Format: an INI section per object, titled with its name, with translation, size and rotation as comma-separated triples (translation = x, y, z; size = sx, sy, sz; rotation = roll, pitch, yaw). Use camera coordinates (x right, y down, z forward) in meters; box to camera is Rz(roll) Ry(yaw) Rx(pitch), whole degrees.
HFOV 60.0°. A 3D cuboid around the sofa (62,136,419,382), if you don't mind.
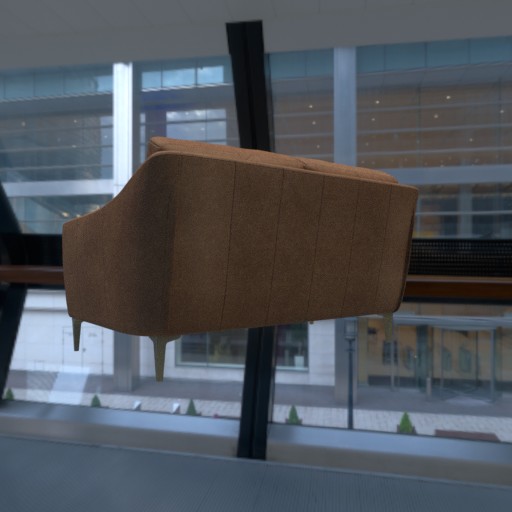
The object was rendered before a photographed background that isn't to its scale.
[sofa]
translation = 0.000, 0.000, 2.197
size = 1.619, 0.902, 0.960
rotation = 0, 0, -35
